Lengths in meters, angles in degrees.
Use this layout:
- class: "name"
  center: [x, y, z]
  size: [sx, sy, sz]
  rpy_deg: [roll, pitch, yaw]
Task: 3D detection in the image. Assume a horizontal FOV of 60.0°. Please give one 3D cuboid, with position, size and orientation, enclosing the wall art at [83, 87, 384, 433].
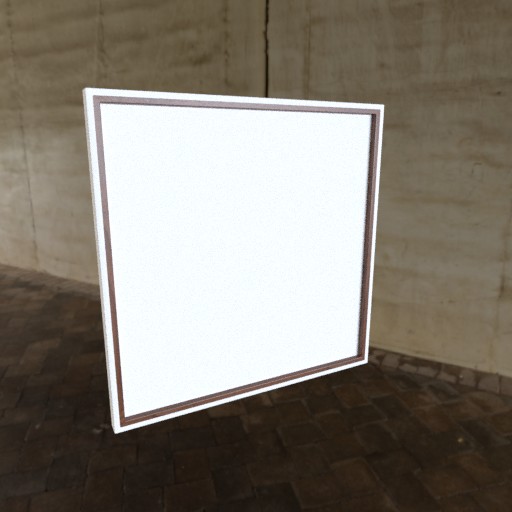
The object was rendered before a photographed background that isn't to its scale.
- class: "wall art"
  center: [0.000, 0.000, 1.496]
  size: [1.009, 1.009, 0.049]
  rpy_deg: [-7, 15, -27]
